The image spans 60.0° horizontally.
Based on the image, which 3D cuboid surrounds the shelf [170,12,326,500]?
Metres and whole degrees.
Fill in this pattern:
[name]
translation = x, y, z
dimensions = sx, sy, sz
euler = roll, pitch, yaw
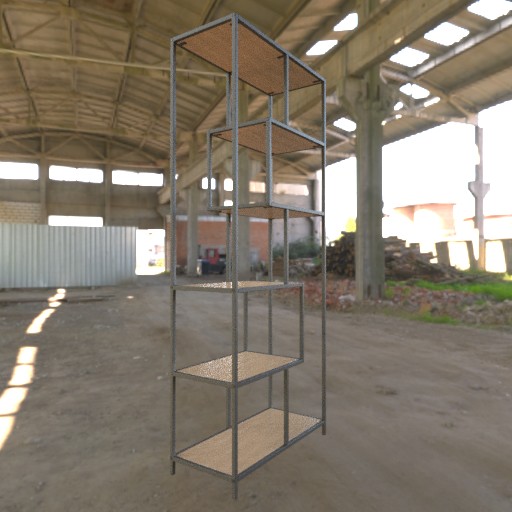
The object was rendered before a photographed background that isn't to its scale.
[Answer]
[shelf]
translation = 0.000, 0.000, 2.095
dimensions = 0.350, 1.850, 0.770
euler = 0, -1, 35
